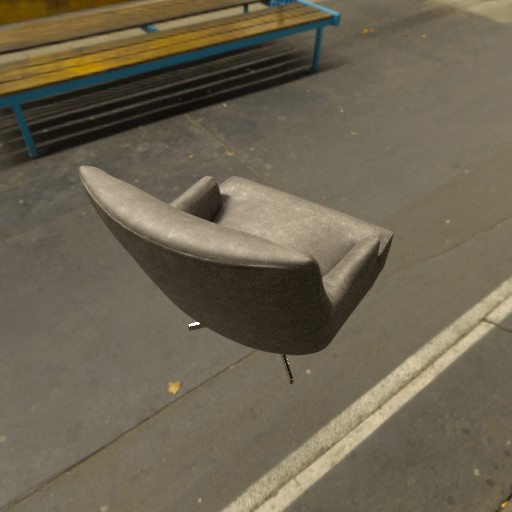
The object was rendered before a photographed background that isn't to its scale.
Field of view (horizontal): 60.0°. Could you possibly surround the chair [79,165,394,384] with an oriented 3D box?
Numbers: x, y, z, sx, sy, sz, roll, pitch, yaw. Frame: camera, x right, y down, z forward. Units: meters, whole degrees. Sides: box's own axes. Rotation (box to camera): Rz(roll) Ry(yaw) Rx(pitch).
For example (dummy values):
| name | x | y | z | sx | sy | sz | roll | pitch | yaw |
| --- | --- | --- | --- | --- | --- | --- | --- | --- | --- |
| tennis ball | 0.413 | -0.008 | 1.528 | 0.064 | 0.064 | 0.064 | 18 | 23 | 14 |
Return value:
| name | x | y | z | sx | sy | sz | roll | pitch | yaw |
| --- | --- | --- | --- | --- | --- | --- | --- | --- | --- |
| chair | 0.000 | 0.000 | 1.522 | 0.738 | 0.870 | 0.874 | 23 | 49 | 22 |
